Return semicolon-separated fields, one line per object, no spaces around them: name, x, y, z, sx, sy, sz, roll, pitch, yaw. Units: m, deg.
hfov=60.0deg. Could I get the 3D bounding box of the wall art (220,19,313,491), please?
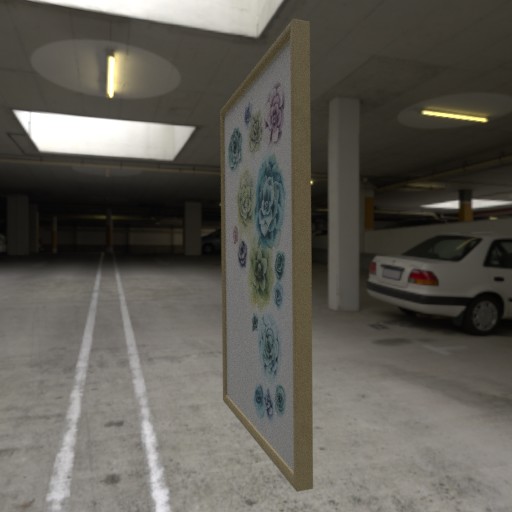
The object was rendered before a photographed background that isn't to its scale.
wall art;0.000;0.000;1.004;0.039;0.810;0.510;0;0;-19
